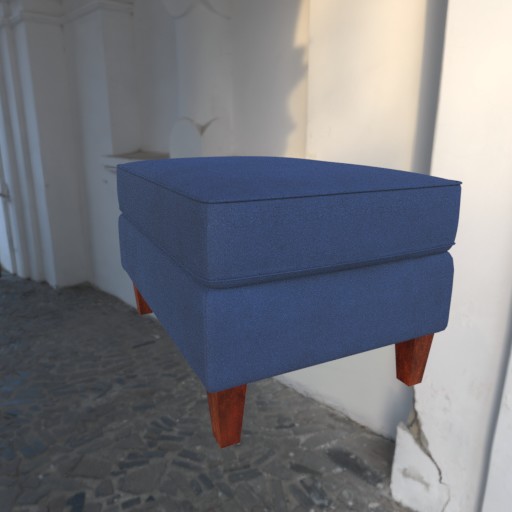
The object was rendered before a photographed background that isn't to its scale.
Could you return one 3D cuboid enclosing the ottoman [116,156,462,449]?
[{"bbox_3d":[0.000,0.000,1.389,0.686,0.584,0.965,-8,18,-25],"label":"ottoman"}]
